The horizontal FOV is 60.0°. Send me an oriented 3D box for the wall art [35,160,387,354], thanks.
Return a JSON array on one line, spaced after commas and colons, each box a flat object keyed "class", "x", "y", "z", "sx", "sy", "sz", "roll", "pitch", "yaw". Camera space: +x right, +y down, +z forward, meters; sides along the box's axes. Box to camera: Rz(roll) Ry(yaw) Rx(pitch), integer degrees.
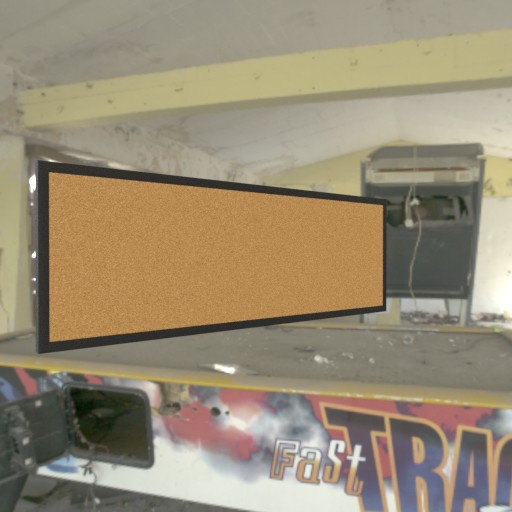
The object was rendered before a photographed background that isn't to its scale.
[{"class": "wall art", "x": 0.000, "y": 0.000, "z": 1.745, "sx": 1.572, "sy": 0.554, "sz": 0.041, "roll": 0, "pitch": 1, "yaw": -36}]
